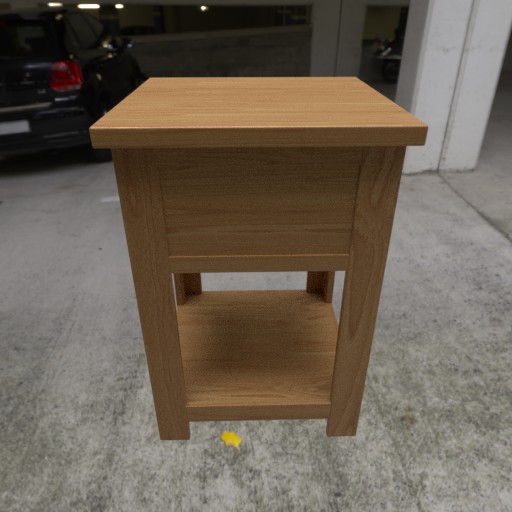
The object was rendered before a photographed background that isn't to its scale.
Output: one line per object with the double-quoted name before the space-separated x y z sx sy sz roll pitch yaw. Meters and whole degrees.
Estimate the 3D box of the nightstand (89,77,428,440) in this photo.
"nightstand" 0.000 0.000 0.889 0.428 0.614 0.418 -1 30 -1
